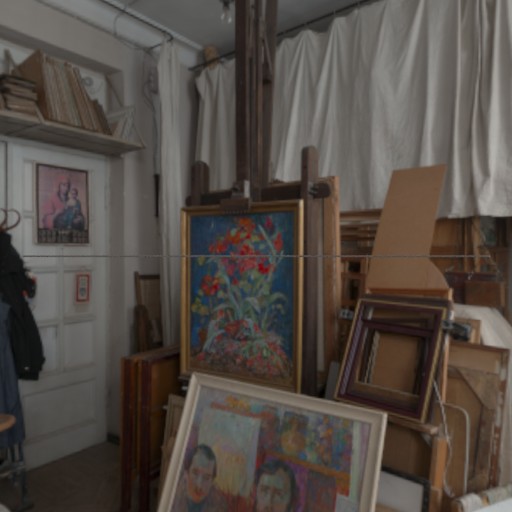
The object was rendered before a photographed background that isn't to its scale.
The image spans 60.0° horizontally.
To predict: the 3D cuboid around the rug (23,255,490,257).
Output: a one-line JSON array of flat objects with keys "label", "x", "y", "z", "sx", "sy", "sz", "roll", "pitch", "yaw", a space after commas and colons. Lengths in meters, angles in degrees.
[{"label": "rug", "x": 0.000, "y": 0.000, "z": 2.910, "sx": 2.235, "sy": 0.008, "sz": 1.600, "roll": 0, "pitch": 0, "yaw": -1}]
